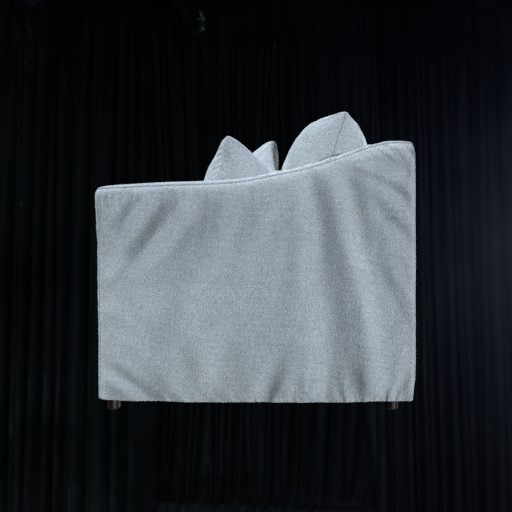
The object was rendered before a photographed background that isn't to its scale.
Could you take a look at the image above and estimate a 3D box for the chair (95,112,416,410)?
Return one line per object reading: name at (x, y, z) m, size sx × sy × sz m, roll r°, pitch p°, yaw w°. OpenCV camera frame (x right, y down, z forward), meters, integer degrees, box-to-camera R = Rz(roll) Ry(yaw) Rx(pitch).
chair at (0.000, 0.000, 2.022) m, size 1.071 × 1.059 × 1.194 m, roll 0°, pitch -1°, yaw 0°
